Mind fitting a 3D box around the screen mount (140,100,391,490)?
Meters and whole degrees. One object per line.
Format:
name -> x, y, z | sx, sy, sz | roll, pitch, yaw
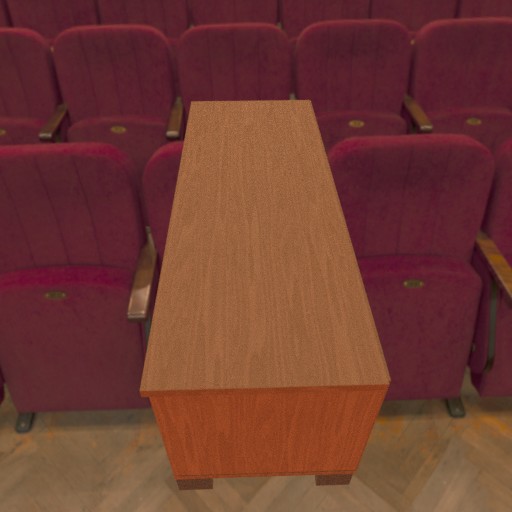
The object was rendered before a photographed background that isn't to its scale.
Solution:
screen mount -> 0.000, 0.000, 1.253 | 0.406, 0.432, 1.084 | -1, 43, -1
